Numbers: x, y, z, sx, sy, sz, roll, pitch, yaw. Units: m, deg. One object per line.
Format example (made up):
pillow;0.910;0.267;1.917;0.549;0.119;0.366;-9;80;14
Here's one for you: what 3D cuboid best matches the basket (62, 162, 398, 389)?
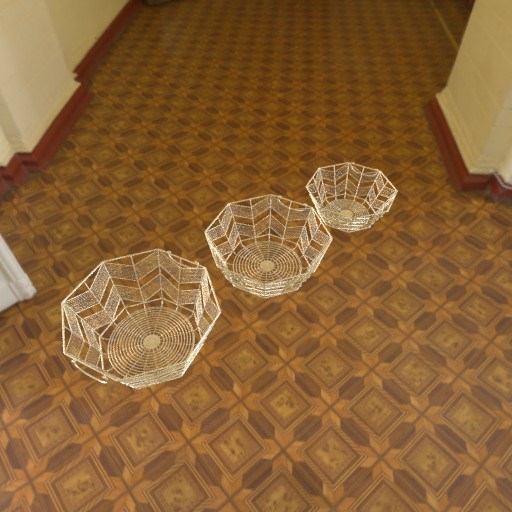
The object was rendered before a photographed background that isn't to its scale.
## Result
basket;0.000;0.000;1.429;1.246;0.178;0.432;-32;55;-26
